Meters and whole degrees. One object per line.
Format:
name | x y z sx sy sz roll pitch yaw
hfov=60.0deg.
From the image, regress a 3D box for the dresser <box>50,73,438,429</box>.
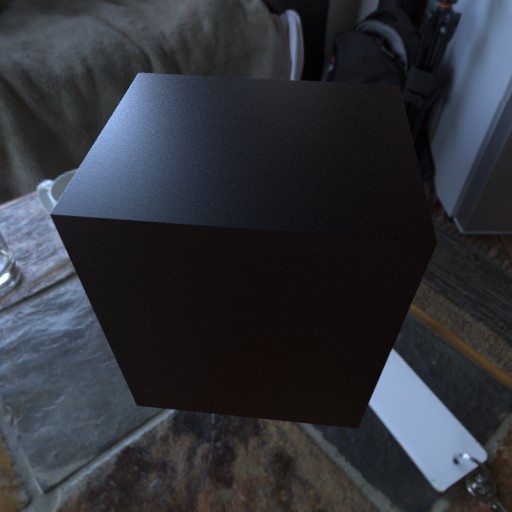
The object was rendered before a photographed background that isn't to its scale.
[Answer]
dresser | 0.000 0.000 0.748 0.400 0.470 0.360 4 47 4
